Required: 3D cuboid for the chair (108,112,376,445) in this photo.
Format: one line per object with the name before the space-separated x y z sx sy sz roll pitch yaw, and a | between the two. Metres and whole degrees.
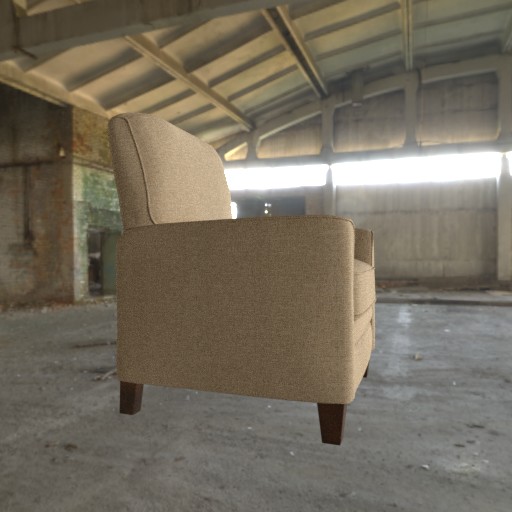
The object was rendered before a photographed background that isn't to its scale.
chair | 0.000 0.000 1.680 0.858 1.028 0.841 0 1 20
